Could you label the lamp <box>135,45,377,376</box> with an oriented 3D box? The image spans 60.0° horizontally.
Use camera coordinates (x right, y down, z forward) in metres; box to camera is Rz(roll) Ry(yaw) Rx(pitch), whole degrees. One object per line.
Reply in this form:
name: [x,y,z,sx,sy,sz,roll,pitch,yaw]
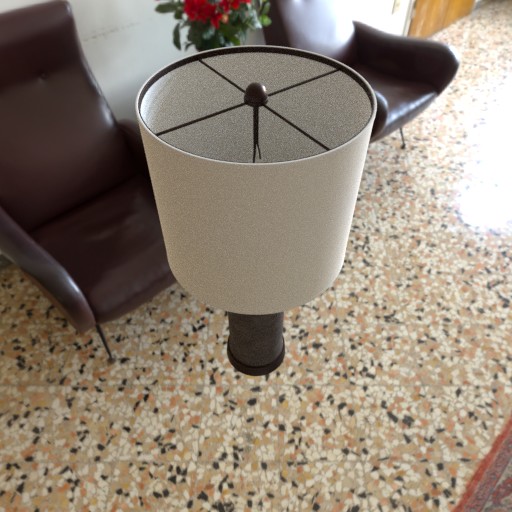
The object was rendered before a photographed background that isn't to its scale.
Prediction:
lamp: [0.000,0.000,0.781,0.301,0.630,0.301,7,48,6]
